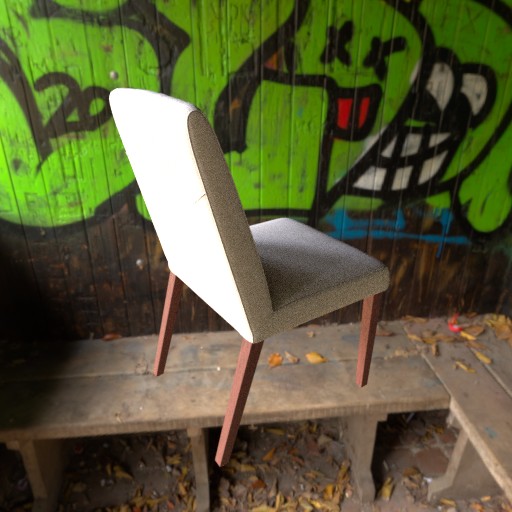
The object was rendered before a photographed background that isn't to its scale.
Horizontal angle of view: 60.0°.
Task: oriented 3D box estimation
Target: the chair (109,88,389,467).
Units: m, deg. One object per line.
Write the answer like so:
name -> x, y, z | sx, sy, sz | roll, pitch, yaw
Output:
chair -> 0.000, 0.000, 1.242 | 0.594, 0.900, 0.480 | -17, 30, -31
